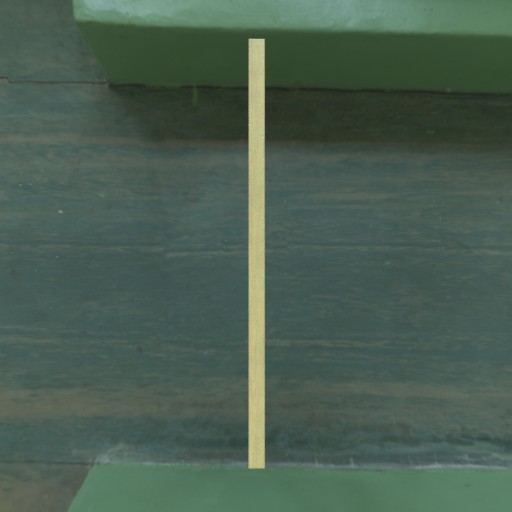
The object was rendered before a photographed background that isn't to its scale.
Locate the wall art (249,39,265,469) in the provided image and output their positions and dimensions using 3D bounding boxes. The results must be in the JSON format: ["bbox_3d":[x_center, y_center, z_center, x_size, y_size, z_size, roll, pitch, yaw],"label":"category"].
[{"bbox_3d":[0.000,0.000,1.324,0.030,1.002,0.798,0,89,0],"label":"wall art"}]
